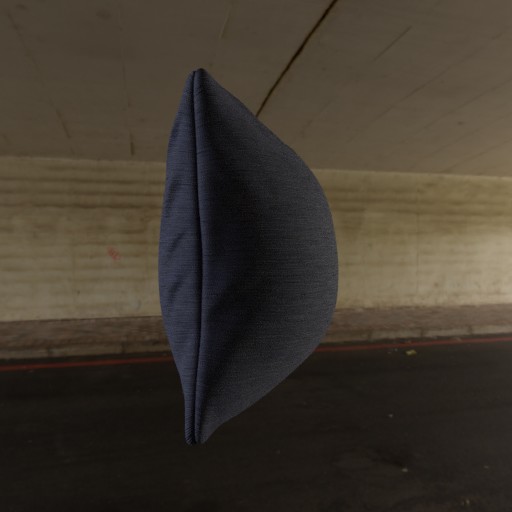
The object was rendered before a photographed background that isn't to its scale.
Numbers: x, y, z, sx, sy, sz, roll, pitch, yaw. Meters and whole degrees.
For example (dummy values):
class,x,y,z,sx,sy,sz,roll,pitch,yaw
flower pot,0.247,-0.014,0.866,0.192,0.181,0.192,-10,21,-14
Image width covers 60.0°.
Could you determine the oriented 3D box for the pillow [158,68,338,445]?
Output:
class,x,y,z,sx,sy,sz,roll,pitch,yaw
pillow,0.000,0.000,0.679,0.246,0.414,0.432,0,0,18
